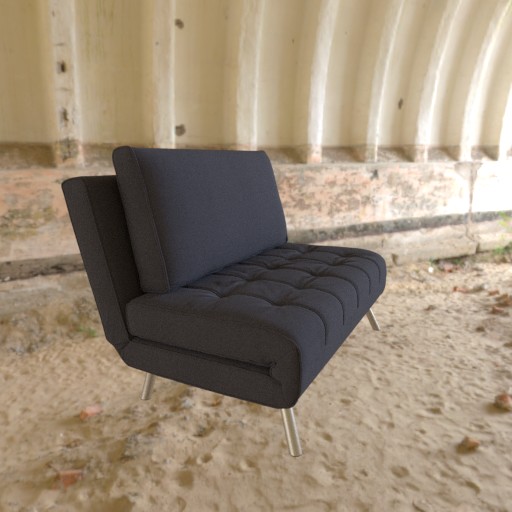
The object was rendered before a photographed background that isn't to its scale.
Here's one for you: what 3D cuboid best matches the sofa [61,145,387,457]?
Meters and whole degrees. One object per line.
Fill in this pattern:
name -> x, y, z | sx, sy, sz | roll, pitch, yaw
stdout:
sofa -> 0.000, 0.000, 1.916 | 0.910, 0.910, 1.220 | 6, 14, 26
